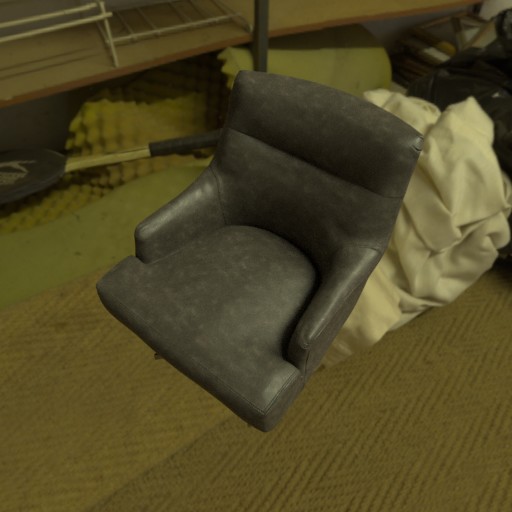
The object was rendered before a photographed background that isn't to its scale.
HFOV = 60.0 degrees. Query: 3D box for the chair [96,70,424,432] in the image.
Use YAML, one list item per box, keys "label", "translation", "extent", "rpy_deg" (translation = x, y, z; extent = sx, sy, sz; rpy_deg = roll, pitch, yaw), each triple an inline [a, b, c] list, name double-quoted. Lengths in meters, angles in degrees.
- label: "chair"
  translation: [0.000, 0.000, 1.510]
  extent: [0.738, 0.870, 0.874]
  rpy_deg: [30, 54, 25]
